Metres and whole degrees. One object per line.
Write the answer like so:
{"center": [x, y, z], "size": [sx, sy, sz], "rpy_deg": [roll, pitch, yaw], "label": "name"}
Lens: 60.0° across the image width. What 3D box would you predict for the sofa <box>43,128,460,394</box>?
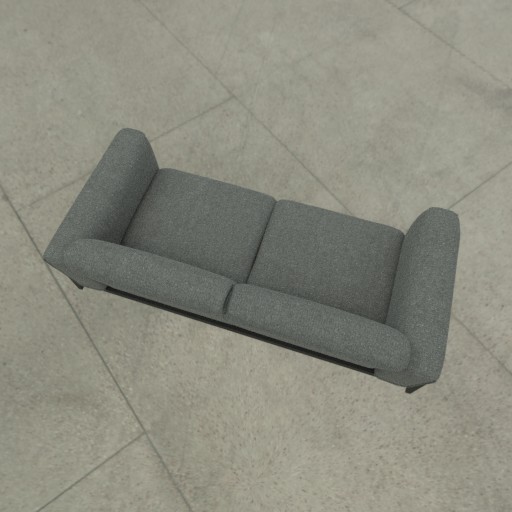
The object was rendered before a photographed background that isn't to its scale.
{"center": [0.000, 0.000, 2.564], "size": [2.125, 0.703, 0.985], "rpy_deg": [16, 64, 8], "label": "sofa"}
